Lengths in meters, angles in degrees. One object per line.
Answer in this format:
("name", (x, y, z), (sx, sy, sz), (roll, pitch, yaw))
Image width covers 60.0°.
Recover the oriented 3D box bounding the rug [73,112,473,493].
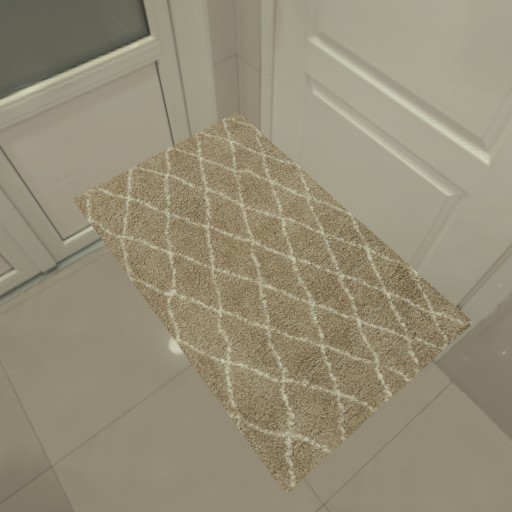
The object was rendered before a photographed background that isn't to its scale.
("rug", (0.000, 0.000, 3.009), (1.524, 0.030, 2.438), (-34, 64, -19))
